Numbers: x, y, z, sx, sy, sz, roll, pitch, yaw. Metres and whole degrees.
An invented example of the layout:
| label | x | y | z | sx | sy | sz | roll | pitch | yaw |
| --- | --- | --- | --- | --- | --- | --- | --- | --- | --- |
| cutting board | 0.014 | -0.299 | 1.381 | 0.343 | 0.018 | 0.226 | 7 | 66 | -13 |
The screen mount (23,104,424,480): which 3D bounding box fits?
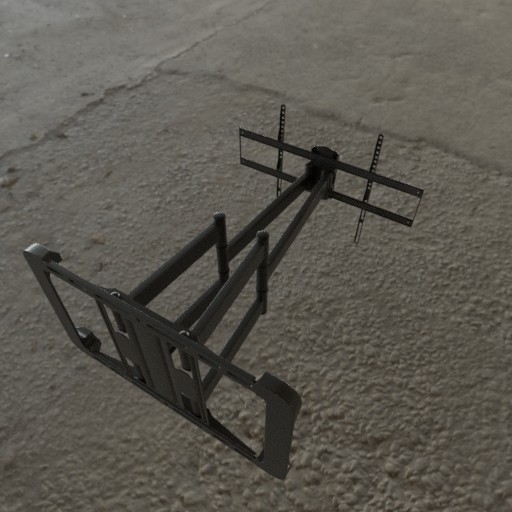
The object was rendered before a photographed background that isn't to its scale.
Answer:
| label | x | y | z | sx | sy | sz | roll | pitch | yaw |
| --- | --- | --- | --- | --- | --- | --- | --- | --- | --- |
| screen mount | 0.000 | 0.000 | 1.323 | 0.725 | 0.483 | 0.905 | 24 | 52 | 21 |
